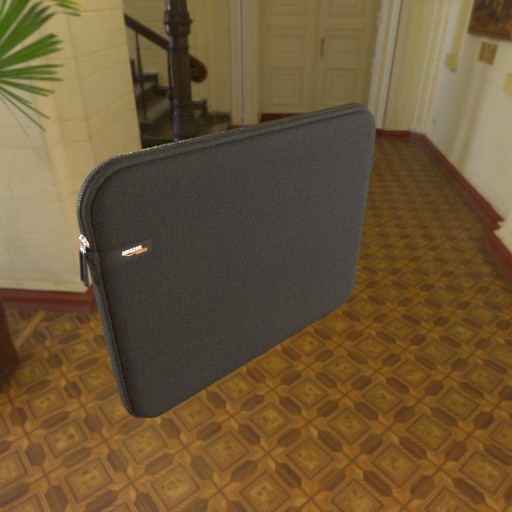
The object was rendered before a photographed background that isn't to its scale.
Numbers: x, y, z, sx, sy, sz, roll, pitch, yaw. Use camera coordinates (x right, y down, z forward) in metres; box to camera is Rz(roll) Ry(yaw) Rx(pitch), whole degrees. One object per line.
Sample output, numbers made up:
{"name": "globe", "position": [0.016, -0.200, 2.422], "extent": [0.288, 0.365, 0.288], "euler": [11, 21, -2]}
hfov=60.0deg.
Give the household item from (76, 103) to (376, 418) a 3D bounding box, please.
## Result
{"name": "household item", "position": [0.000, 0.000, 0.521], "extent": [0.396, 0.305, 0.030], "euler": [-24, 38, -34]}
